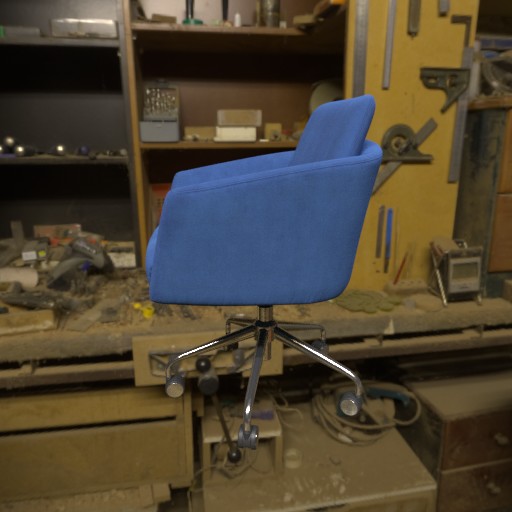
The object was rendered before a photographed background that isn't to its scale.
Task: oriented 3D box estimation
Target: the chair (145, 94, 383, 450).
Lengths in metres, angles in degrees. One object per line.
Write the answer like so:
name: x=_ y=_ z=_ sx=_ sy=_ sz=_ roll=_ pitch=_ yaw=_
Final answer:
chair: x=0.000 y=0.000 z=1.346 sx=0.635 sy=0.908 sz=0.641 roll=-2 pitch=16 yaw=-8
